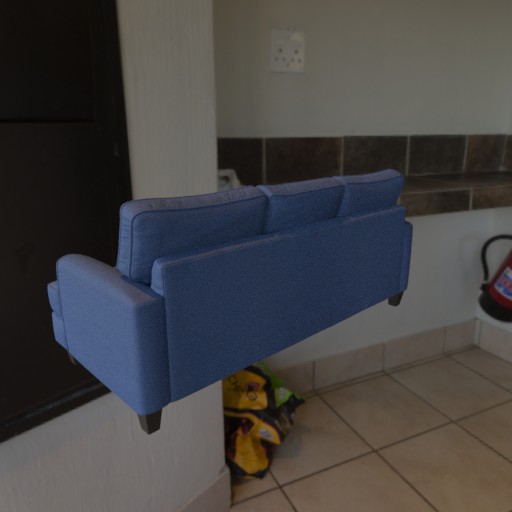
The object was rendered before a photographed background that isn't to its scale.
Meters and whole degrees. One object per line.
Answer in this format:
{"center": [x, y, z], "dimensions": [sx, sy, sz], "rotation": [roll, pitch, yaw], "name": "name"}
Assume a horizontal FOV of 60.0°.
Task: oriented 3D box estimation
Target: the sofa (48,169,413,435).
{"center": [0.000, 0.000, 2.684], "dimensions": [2.158, 0.965, 0.951], "rotation": [-15, 22, -42], "name": "sofa"}
